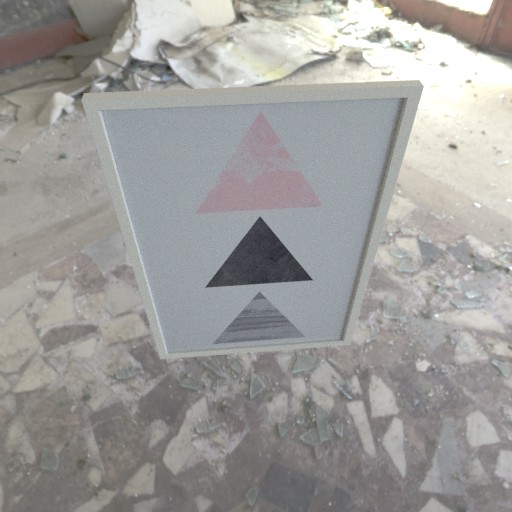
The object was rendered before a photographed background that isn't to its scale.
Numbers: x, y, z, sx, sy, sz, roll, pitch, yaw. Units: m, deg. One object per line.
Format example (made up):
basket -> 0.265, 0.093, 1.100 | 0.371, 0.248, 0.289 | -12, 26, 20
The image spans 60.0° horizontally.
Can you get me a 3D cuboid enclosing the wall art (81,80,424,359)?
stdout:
wall art -> 0.000, 0.000, 0.553 | 0.303, 0.433, 0.013 | -4, 47, -3
